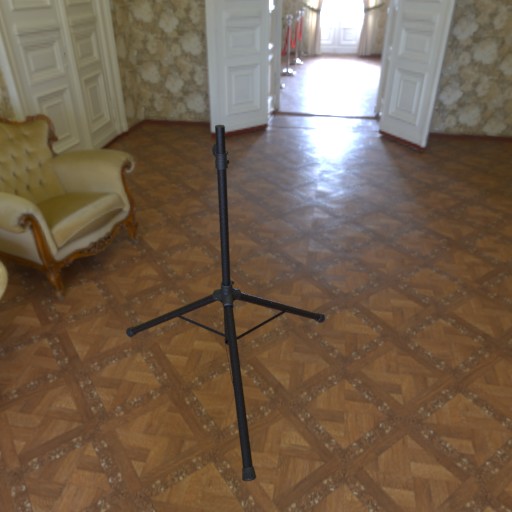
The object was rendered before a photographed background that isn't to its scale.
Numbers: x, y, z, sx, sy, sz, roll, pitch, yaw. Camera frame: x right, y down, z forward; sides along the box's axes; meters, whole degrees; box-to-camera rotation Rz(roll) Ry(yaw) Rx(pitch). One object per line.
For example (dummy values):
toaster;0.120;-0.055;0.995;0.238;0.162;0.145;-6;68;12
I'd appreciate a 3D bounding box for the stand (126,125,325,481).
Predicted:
stand;0.000;0.000;1.866;0.907;1.136;1.045;-21;37;-31
